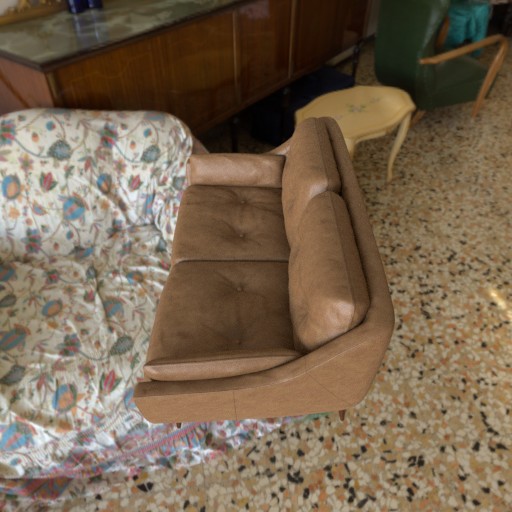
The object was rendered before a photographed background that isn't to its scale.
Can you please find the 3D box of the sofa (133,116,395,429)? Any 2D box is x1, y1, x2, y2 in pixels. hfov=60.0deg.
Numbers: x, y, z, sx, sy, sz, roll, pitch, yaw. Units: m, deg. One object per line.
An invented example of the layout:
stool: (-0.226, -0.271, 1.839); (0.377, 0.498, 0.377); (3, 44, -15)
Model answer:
sofa: (0.000, 0.000, 2.321); (0.981, 0.886, 1.731); (0, 42, 0)
